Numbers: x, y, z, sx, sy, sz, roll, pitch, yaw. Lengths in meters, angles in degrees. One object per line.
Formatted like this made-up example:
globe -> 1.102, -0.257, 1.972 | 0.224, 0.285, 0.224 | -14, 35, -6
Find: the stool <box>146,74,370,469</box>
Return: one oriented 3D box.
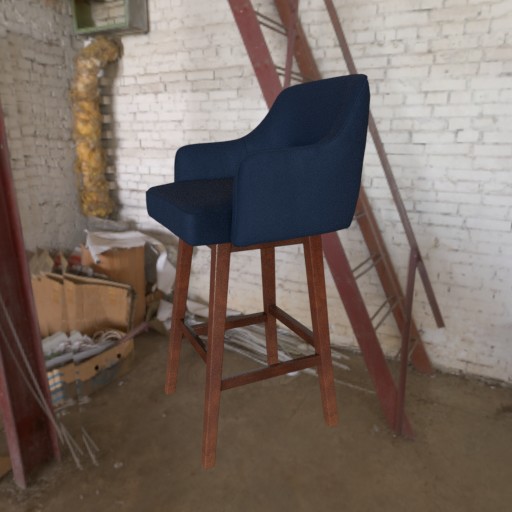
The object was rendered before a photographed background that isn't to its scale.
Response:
stool -> 0.000, 0.000, 1.351 | 0.560, 1.041, 0.550 | -8, 17, -25
